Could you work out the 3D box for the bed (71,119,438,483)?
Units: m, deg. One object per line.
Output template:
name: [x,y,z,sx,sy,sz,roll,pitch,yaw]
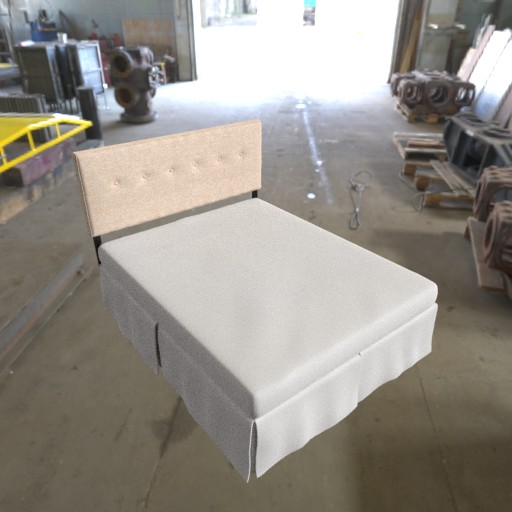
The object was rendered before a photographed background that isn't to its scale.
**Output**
bed: [0.000,0.000,3.010,1.643,1.270,1.978,-21,36,-33]
